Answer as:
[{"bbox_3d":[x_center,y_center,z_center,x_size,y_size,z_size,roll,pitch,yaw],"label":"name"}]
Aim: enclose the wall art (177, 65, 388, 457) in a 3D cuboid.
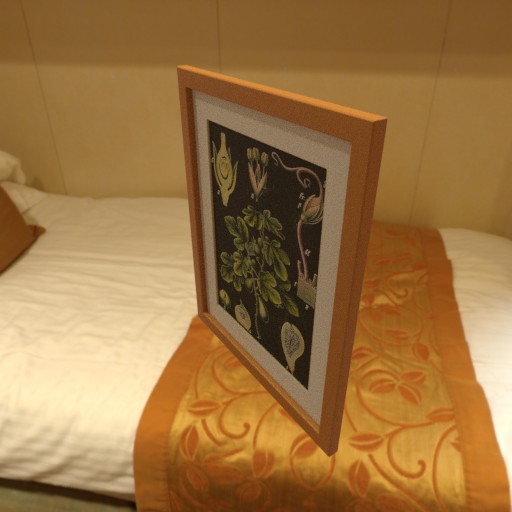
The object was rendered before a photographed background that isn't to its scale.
[{"bbox_3d":[0.000,0.000,0.519,0.015,0.379,0.310,-20,36,-29],"label":"wall art"}]
